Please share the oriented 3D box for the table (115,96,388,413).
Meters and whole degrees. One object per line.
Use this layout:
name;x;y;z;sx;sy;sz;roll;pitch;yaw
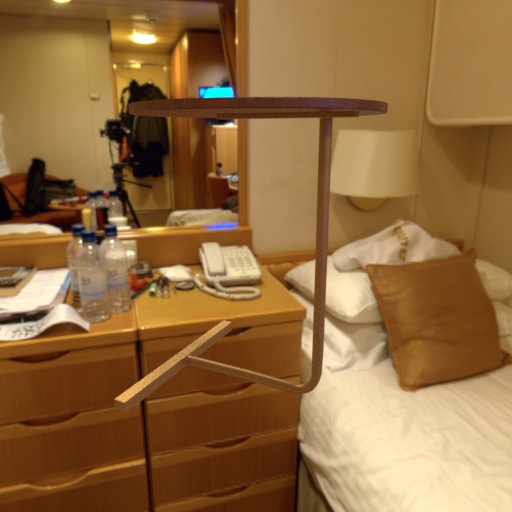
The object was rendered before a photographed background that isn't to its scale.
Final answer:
table;0.000;0.000;1.099;0.577;0.706;0.530;8;17;25
